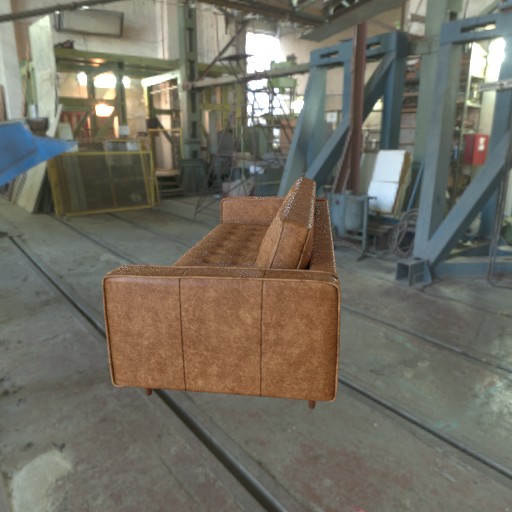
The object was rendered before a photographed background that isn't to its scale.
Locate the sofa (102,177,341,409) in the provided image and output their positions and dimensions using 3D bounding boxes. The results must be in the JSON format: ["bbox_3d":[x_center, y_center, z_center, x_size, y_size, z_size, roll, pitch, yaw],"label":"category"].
[{"bbox_3d":[0.000,0.000,2.622,0.886,0.779,2.199,2,15,8],"label":"sofa"}]
